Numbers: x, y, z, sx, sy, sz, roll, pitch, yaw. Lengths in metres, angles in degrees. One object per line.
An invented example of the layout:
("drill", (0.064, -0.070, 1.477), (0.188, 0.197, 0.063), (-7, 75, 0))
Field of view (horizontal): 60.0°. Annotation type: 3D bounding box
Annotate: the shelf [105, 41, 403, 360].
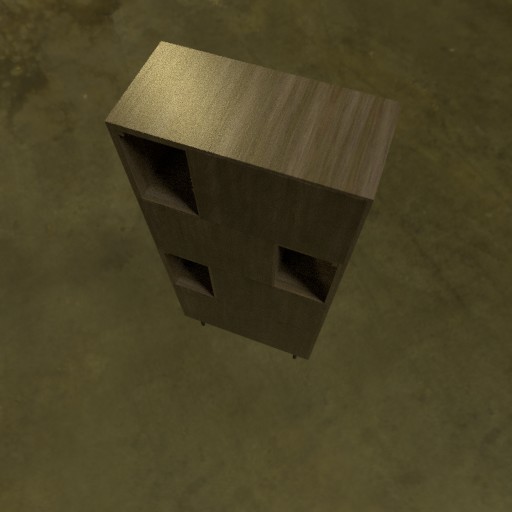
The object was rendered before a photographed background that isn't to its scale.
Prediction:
("shelf", (0.000, 0.000, 1.780), (0.670, 1.545, 0.323), (18, 64, 9))
